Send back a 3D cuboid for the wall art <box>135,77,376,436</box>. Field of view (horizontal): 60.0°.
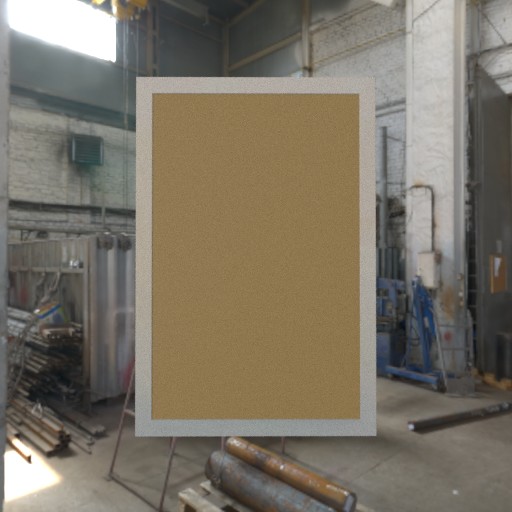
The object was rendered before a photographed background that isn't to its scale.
[{"bbox_3d":[0.000,0.000,1.429,0.764,1.143,0.038,0,-1,0],"label":"wall art"}]
